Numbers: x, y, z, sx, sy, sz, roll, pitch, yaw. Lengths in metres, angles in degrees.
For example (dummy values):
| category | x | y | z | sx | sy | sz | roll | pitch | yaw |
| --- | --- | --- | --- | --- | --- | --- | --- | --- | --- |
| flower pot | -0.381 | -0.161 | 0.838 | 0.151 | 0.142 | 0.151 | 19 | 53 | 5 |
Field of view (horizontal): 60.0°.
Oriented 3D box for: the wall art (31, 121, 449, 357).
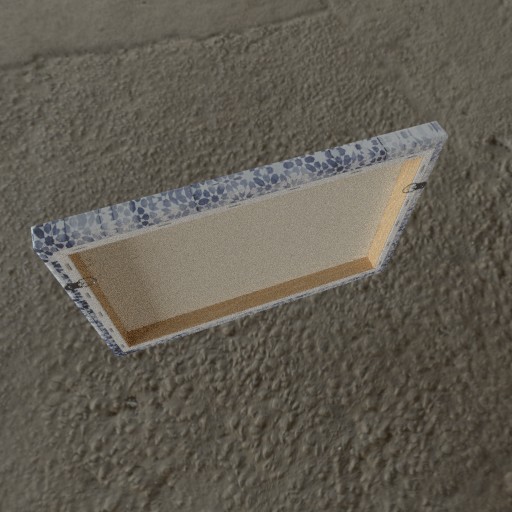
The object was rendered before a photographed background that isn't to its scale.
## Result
| category | x | y | z | sx | sy | sz | roll | pitch | yaw |
| --- | --- | --- | --- | --- | --- | --- | --- | --- | --- |
| wall art | 0.000 | 0.000 | 1.185 | 0.911 | 0.608 | 0.057 | -17 | 59 | -10 |
